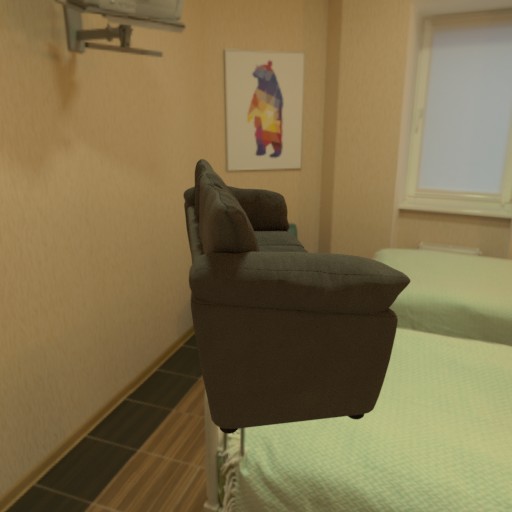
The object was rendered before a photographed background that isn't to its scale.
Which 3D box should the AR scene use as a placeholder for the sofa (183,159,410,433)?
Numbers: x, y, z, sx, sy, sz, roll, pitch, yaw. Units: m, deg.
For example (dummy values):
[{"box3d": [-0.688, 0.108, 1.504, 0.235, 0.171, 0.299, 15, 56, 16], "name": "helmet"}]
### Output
[{"box3d": [0.000, 0.000, 2.849, 0.878, 1.073, 2.336, -3, 17, -9], "name": "sofa"}]
